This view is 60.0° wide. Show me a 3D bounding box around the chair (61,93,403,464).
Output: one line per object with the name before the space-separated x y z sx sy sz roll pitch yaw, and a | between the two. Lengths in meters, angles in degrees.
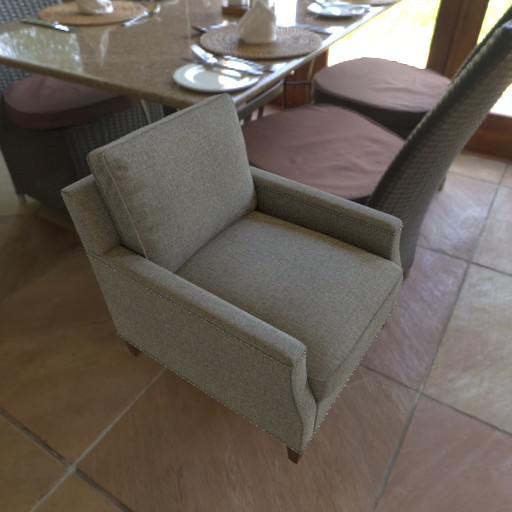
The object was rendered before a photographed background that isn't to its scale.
chair | 0.000 0.000 1.723 1.014 0.943 0.853 24 45 26
